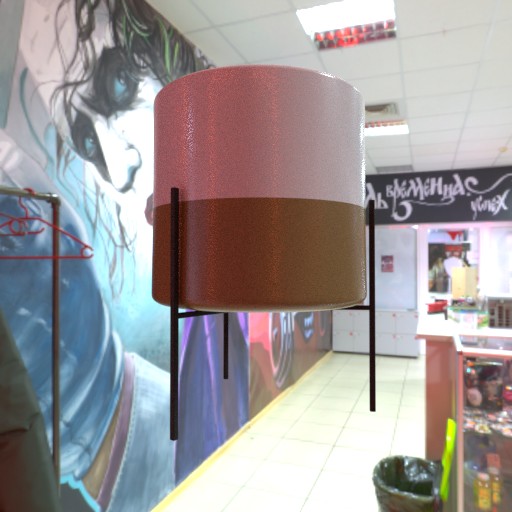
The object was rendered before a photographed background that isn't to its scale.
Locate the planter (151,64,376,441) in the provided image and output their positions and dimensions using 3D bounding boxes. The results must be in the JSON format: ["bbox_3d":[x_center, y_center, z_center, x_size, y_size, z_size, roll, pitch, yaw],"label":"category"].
[{"bbox_3d":[0.000,0.000,0.645,0.310,0.432,0.310,1,-1,-36],"label":"planter"}]
